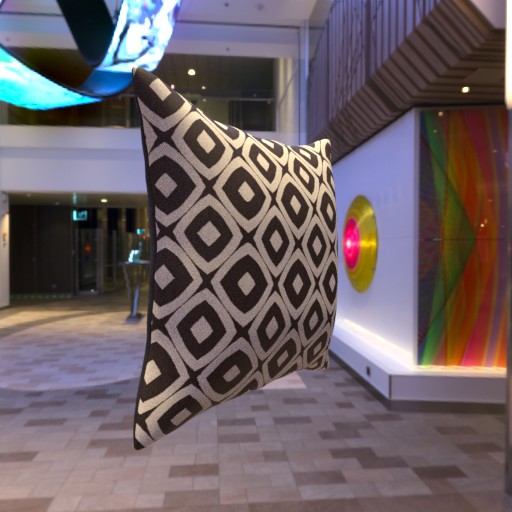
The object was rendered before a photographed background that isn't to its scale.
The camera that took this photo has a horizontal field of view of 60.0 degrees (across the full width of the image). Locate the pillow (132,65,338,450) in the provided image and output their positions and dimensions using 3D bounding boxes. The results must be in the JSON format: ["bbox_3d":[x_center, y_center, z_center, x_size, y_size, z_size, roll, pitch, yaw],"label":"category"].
[{"bbox_3d":[0.000,0.000,0.762,0.188,0.494,0.504,1,1,38],"label":"pillow"}]
